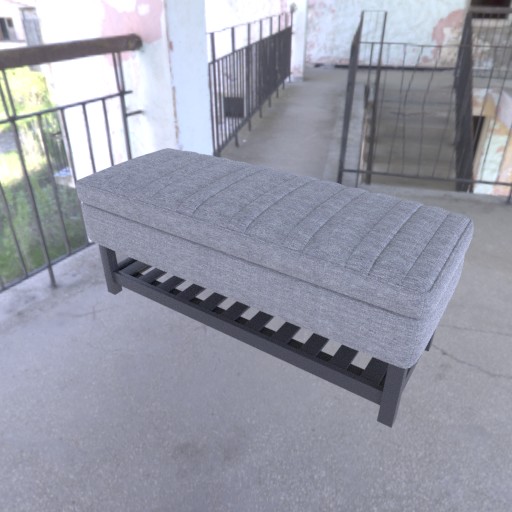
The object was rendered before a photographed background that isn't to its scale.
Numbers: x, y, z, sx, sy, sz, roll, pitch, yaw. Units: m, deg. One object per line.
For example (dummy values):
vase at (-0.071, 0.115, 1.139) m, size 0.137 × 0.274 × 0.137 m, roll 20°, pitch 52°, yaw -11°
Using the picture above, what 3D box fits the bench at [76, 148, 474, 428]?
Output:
bench at (0.000, 0.000, 1.347) m, size 1.100 × 0.470 × 0.429 m, roll 19°, pitch 36°, yaw 29°
